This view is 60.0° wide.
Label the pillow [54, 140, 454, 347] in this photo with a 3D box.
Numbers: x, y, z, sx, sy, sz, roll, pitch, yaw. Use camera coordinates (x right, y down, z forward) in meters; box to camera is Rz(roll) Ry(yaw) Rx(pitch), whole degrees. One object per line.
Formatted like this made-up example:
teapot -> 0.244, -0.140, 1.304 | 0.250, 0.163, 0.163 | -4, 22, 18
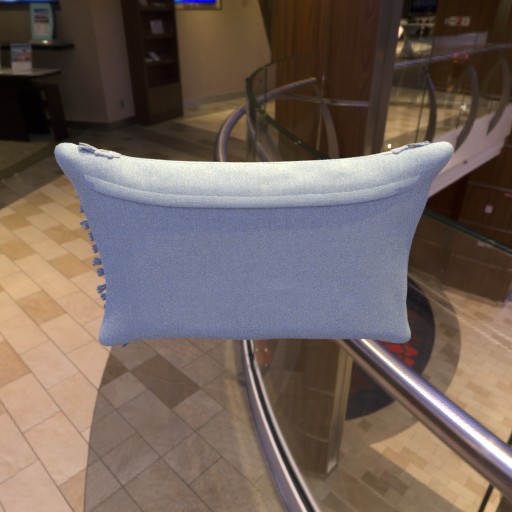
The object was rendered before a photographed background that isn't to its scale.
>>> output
pillow -> 0.000, 0.000, 0.587 | 0.466, 0.305, 0.084 | -1, 29, -1
